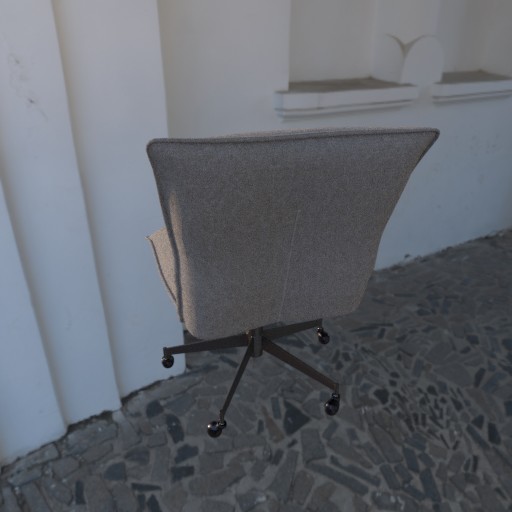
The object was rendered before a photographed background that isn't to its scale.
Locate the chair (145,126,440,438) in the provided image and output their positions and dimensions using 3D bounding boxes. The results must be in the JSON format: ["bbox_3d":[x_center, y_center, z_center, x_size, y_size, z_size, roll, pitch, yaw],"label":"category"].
[{"bbox_3d":[0.000,0.000,1.284,0.597,0.811,0.696,-7,26,-16],"label":"chair"}]
